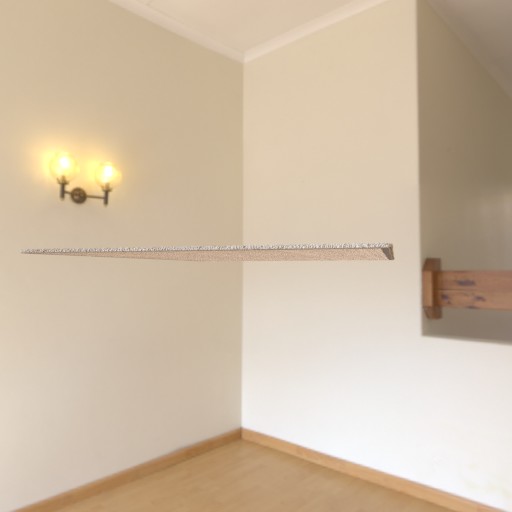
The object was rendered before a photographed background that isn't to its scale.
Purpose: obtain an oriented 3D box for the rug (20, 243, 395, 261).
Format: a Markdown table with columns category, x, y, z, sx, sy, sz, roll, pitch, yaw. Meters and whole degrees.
| category | x | y | z | sx | sy | sz | roll | pitch | yaw |
| --- | --- | --- | --- | --- | --- | --- | --- | --- | --- |
| rug | 0.000 | 0.000 | 4.100 | 2.438 | 0.029 | 3.047 | -1 | -2 | 17 |
